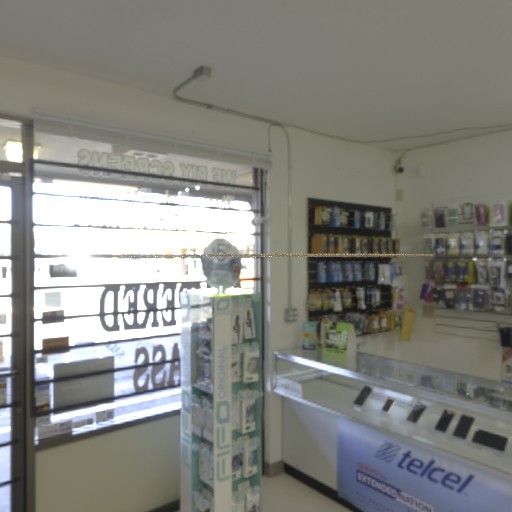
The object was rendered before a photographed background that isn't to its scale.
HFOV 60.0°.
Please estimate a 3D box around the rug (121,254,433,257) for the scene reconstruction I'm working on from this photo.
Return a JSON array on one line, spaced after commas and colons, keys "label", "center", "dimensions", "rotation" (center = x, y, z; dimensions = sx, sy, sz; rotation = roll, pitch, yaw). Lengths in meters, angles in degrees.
[{"label": "rug", "center": [0.000, 0.000, 3.095], "dimensions": [1.520, 0.006, 2.432], "rotation": [0, 0, -36]}]
